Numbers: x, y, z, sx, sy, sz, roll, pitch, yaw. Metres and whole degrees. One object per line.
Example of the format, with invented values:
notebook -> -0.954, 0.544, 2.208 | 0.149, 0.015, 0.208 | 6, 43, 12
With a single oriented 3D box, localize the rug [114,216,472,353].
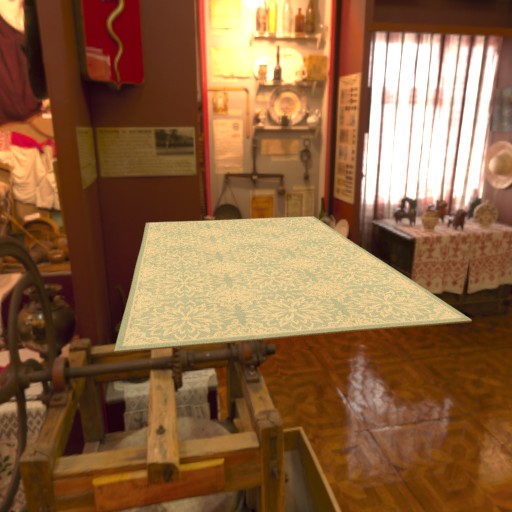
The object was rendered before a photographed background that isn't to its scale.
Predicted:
rug -> 0.000, 0.000, 3.470 | 1.819, 0.018, 2.746 | -3, 17, -10
